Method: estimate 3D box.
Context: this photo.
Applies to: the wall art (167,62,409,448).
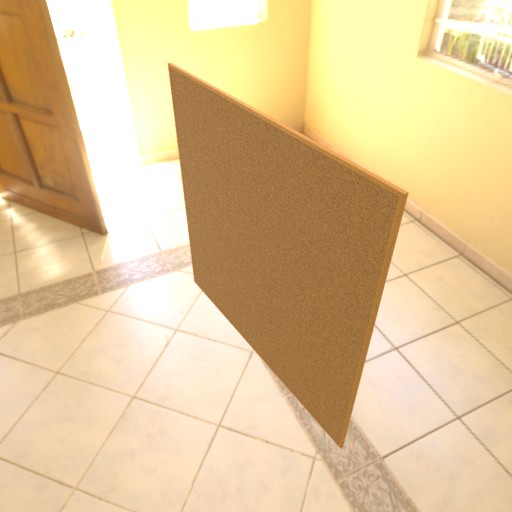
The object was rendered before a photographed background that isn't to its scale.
[{"bbox_3d":[0.000,0.000,1.426,0.013,0.959,0.962,-24,46,-26],"label":"wall art"}]
